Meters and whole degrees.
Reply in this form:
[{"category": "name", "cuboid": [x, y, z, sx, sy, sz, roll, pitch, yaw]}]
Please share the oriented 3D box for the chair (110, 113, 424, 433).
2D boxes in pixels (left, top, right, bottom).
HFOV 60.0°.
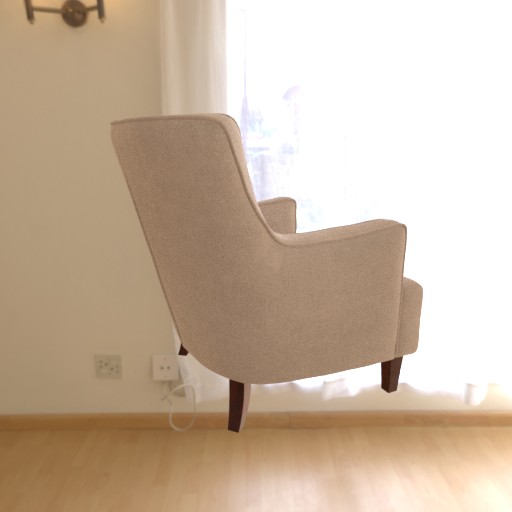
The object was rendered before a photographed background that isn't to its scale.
[{"category": "chair", "cuboid": [0.000, 0.000, 1.570, 0.910, 0.920, 0.781, -7, 16, -25]}]
